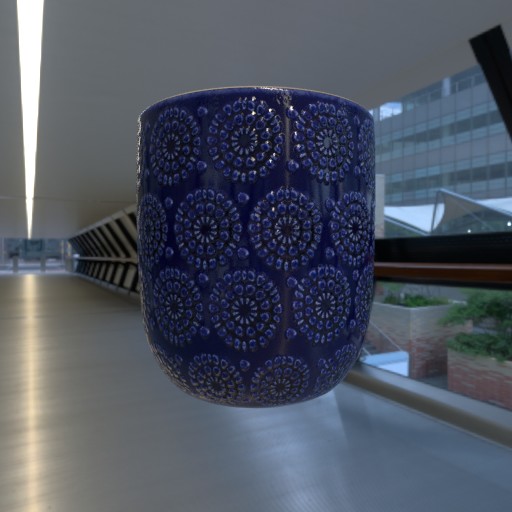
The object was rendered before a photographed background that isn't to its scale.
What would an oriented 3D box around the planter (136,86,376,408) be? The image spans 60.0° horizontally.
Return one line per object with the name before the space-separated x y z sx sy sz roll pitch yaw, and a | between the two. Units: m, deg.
planter | 0.000 0.000 0.354 0.184 0.206 0.184 0 1 0
